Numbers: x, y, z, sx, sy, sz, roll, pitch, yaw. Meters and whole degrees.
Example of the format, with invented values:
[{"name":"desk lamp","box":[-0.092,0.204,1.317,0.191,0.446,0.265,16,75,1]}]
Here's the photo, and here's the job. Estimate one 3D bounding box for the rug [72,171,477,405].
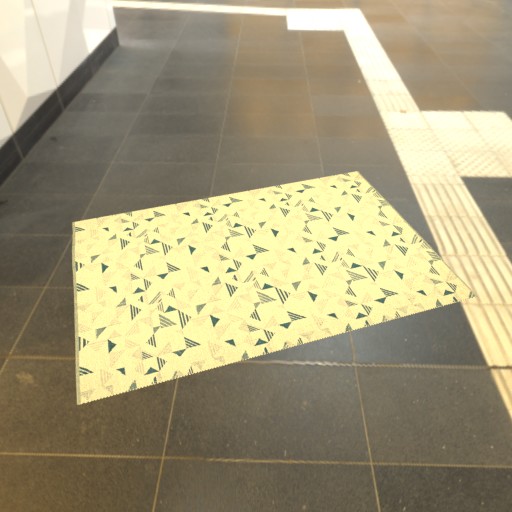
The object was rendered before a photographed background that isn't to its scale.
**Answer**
[{"name":"rug","box":[0.000,0.000,2.327,1.835,0.003,1.206,-12,43,-13]}]
